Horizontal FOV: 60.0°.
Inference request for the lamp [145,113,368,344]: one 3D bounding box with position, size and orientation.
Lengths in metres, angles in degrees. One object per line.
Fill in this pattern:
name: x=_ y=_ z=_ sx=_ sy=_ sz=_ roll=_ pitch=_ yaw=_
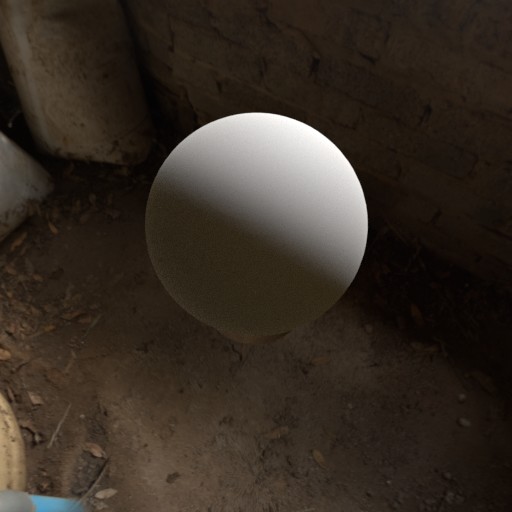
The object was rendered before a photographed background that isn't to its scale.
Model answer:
lamp: x=0.000 y=0.000 z=0.341 sx=0.141 sy=0.250 sz=0.152 roll=-2 pitch=64 yaw=-1
